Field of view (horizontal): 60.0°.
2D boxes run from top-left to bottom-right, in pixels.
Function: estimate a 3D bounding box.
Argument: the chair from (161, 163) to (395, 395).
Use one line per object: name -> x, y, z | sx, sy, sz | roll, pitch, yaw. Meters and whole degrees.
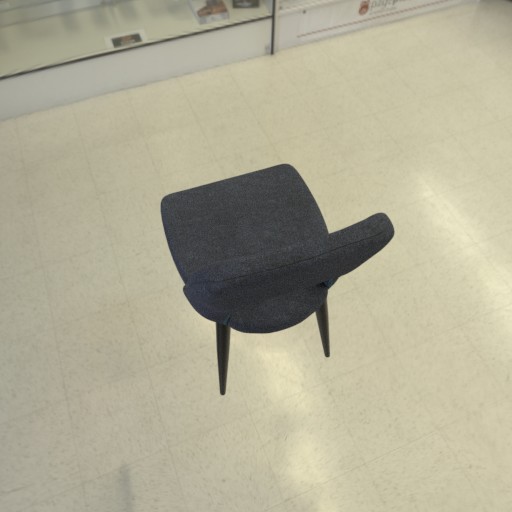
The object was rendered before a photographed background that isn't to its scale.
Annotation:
chair -> 0.000, 0.000, 1.304 | 0.470, 0.931, 0.612 | -17, 60, -10
